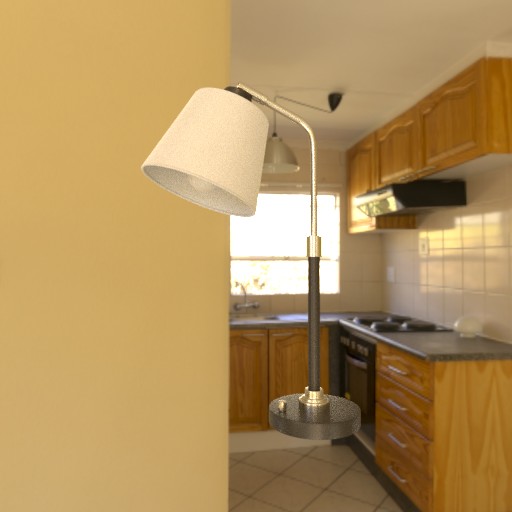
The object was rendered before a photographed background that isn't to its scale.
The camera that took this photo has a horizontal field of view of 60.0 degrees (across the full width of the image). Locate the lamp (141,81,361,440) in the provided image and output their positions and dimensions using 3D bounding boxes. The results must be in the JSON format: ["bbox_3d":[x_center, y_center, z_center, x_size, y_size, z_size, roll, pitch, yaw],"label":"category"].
[{"bbox_3d":[0.000,0.000,0.691,0.348,0.539,0.181,0,-1,-19],"label":"lamp"}]
